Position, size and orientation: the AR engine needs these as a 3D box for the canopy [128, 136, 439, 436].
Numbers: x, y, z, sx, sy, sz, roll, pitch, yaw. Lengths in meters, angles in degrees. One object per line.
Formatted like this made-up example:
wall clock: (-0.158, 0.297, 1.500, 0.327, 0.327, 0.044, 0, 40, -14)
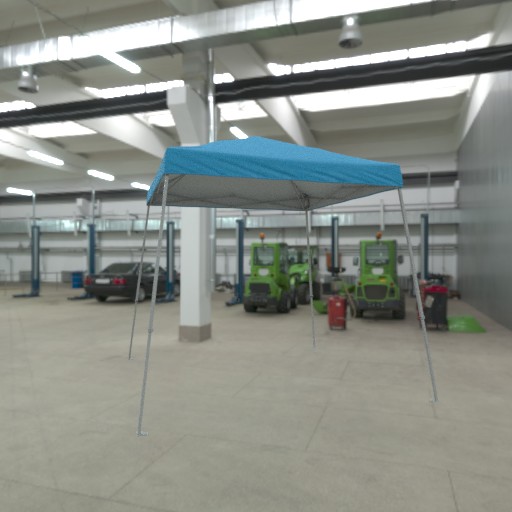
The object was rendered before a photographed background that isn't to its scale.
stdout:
canopy: (0.000, 0.000, 5.264, 2.850, 2.850, 2.849, 0, 0, -17)
